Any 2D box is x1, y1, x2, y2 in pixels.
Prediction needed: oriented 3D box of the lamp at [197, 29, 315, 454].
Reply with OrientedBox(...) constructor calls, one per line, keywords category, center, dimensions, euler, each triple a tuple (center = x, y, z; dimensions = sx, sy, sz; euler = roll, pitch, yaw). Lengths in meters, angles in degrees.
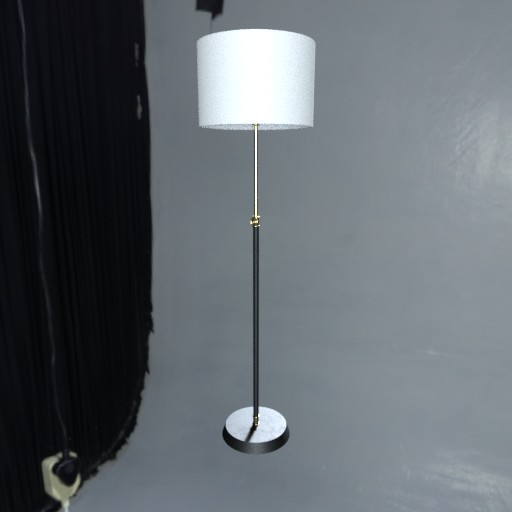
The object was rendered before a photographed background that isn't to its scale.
OrientedBox(category="lamp", center=(0.000, 0.000, 1.688), dimensions=(0.404, 1.517, 0.404), euler=(6, 14, 25))
